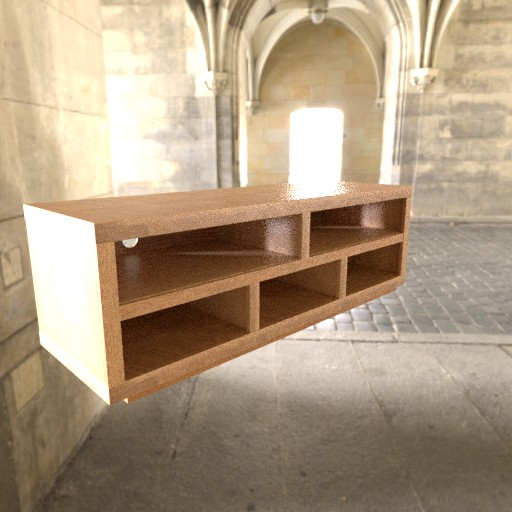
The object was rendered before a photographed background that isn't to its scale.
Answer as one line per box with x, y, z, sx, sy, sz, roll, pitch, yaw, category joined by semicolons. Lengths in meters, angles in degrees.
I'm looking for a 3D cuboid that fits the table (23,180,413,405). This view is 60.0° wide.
0.000;0.000;1.743;1.499;0.491;0.499;-13;19;-42;table
